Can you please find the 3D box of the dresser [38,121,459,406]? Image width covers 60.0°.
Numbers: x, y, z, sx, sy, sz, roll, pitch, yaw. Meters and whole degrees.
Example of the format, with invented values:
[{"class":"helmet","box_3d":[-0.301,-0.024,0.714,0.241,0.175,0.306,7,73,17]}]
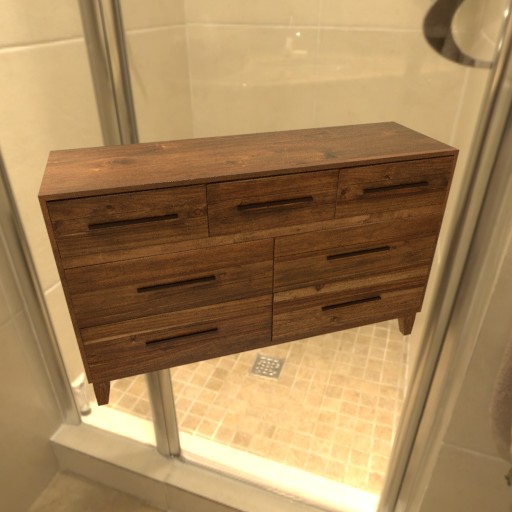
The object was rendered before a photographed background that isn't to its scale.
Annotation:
[{"class":"dresser","box_3d":[0.000,0.000,1.802,1.400,0.873,0.446,-9,32,-15]}]
